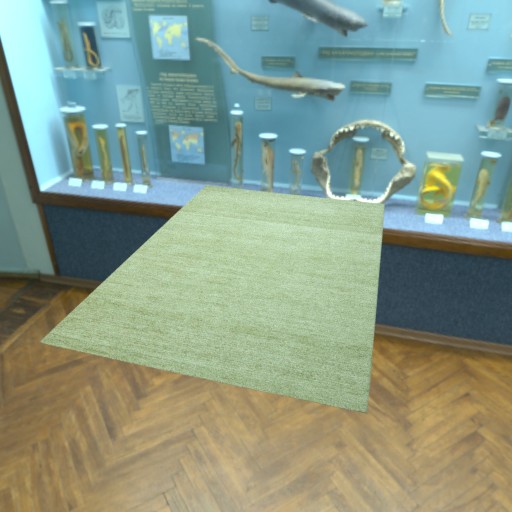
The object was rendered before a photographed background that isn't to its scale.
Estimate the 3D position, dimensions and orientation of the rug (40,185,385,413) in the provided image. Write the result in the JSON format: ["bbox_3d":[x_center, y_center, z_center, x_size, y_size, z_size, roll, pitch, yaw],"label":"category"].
[{"bbox_3d":[0.000,0.000,2.970,1.606,0.017,2.270,8,31,14],"label":"rug"}]
